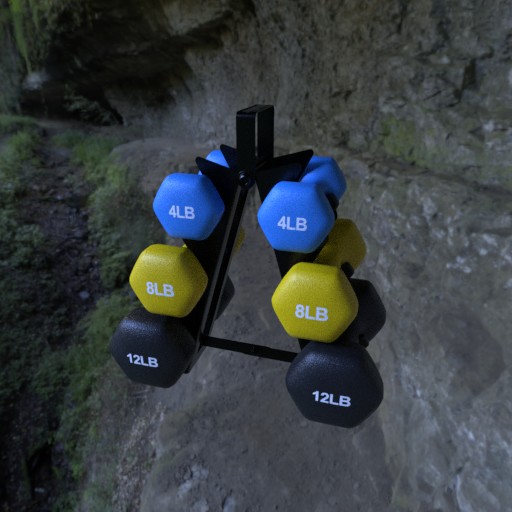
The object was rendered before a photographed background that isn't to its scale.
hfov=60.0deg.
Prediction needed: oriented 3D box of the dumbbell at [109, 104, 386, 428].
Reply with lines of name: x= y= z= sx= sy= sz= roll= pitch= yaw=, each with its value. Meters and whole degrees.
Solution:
dumbbell: x=0.000 y=0.000 z=0.668 sx=0.409 sy=0.426 sz=0.255 roll=7 pitch=26 yaw=15
